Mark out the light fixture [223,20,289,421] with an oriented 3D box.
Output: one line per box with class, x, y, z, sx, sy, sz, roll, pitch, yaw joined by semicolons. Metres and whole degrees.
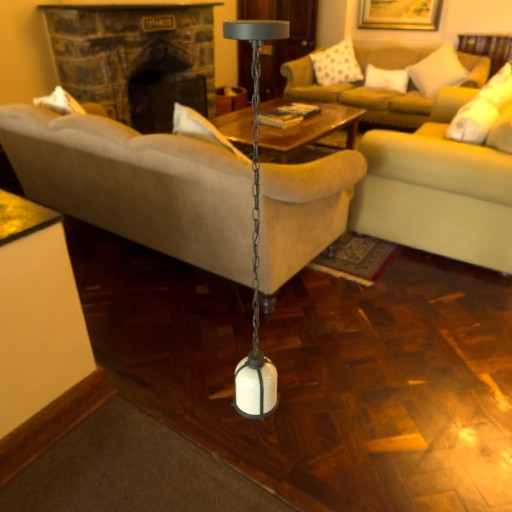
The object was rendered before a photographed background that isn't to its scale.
light fixture;0.000;0.000;1.262;0.178;1.181;0.178;-8;31;-13
